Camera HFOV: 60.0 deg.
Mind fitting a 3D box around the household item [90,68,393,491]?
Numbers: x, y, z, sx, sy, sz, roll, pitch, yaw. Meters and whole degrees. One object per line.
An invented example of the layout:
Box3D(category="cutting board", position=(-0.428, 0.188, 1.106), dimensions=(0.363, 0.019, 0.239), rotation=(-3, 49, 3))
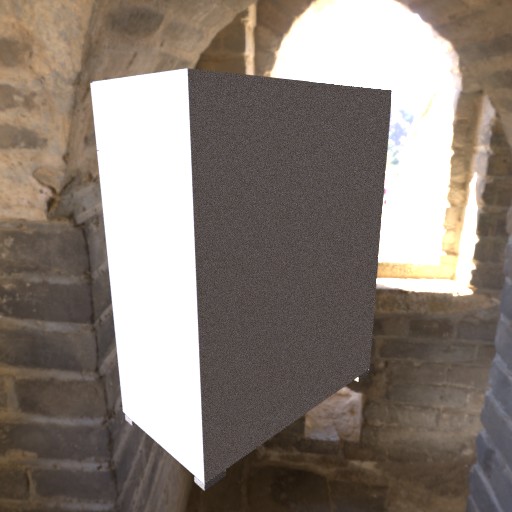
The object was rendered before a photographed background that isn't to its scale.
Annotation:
Box3D(category="household item", position=(0.000, 0.000, 1.409), dimensions=(0.790, 1.010, 0.420), rotation=(-16, 23, -42))
